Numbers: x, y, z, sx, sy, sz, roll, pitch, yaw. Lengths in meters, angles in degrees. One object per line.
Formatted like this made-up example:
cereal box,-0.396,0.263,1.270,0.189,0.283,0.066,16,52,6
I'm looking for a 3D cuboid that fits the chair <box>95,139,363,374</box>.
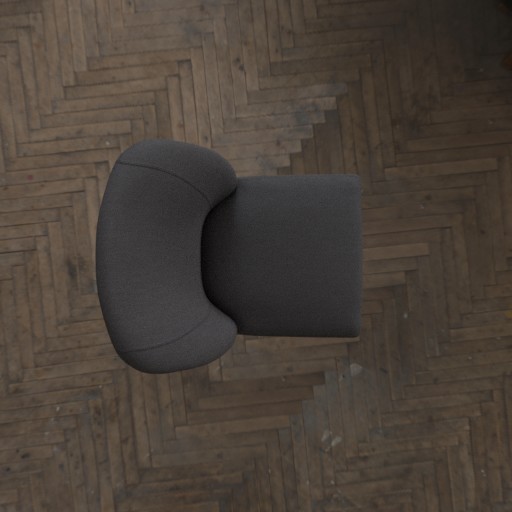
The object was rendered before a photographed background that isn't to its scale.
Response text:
chair,0.000,0.000,1.270,0.619,0.879,0.506,0,90,-1
